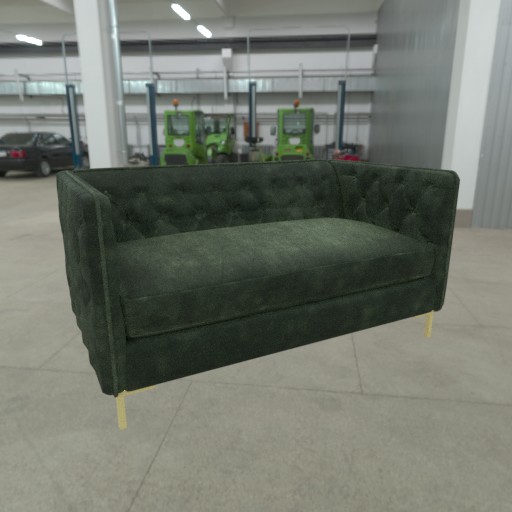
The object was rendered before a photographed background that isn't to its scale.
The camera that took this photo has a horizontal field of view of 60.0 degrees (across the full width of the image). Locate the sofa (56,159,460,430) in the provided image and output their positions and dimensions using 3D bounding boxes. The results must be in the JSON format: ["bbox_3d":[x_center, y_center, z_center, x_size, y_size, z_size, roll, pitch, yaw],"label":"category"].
[{"bbox_3d":[0.000,0.000,1.991,1.537,0.768,0.895,-8,18,-27],"label":"sofa"}]
